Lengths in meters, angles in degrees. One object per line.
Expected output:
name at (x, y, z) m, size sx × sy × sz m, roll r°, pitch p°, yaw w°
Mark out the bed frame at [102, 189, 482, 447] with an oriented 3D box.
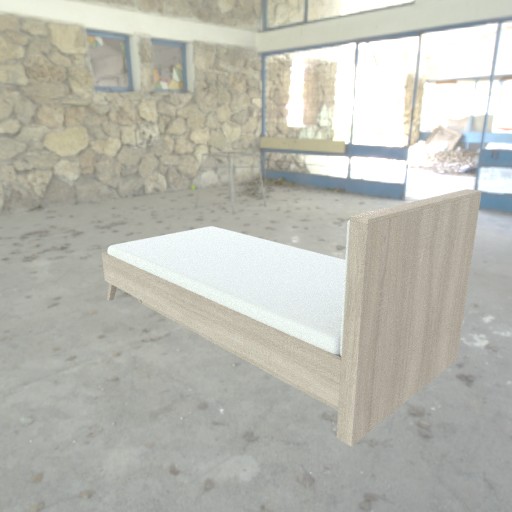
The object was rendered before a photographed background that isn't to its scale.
bed frame at (0.000, 0.000, 2.699) m, size 0.990 × 0.920 × 2.140 m, roll -15°, pitch 22°, yaw -41°
